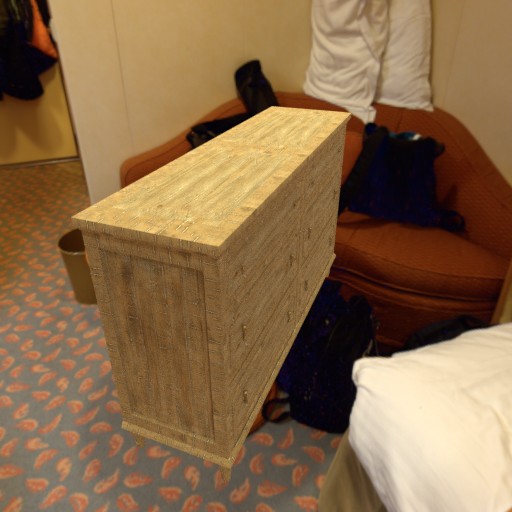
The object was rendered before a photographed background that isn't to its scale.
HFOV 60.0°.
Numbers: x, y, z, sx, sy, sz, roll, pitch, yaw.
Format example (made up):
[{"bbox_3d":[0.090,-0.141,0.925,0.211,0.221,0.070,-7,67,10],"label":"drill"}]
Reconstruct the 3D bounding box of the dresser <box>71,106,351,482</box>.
[{"bbox_3d":[0.000,0.000,2.067,0.457,1.016,1.626,11,32,19],"label":"dresser"}]
